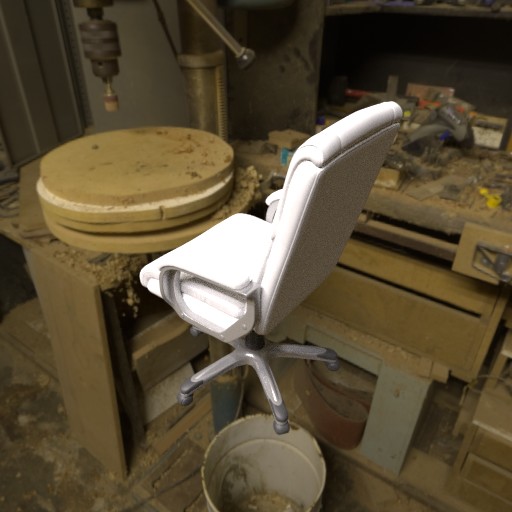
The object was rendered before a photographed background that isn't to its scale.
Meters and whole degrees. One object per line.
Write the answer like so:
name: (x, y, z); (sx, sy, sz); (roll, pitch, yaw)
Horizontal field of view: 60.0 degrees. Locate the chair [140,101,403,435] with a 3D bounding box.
chair: (0.000, 0.000, 1.589); (0.738, 1.120, 0.687); (22, 38, 30)
